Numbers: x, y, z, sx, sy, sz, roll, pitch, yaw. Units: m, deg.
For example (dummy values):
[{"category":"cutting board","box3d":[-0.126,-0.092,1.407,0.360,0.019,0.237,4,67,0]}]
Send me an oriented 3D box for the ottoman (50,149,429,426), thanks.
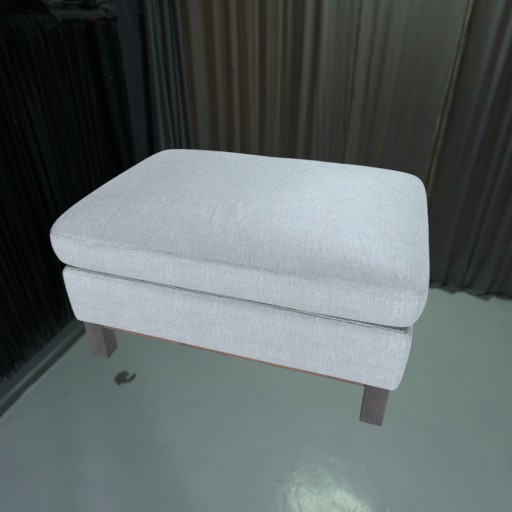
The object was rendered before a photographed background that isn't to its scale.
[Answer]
[{"category":"ottoman","box3d":[0.000,0.000,1.053,0.735,0.404,0.528,9,32,15]}]
